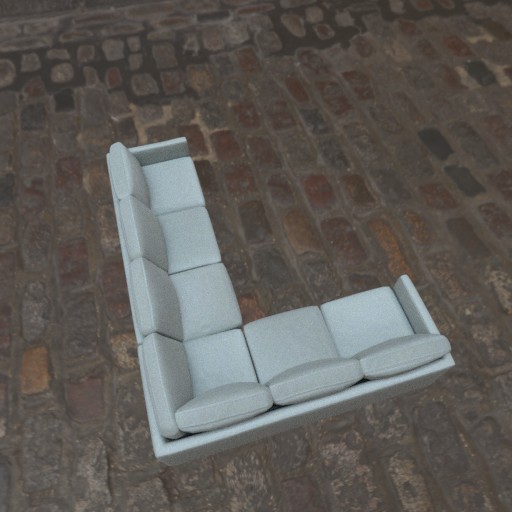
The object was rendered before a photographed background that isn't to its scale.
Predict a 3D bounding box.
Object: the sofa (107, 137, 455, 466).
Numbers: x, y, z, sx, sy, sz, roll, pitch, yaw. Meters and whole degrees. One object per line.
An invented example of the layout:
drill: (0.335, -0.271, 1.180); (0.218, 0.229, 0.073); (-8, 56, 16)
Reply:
sofa: (0.000, 0.000, 4.531); (2.592, 0.947, 3.301); (-14, 60, -8)
